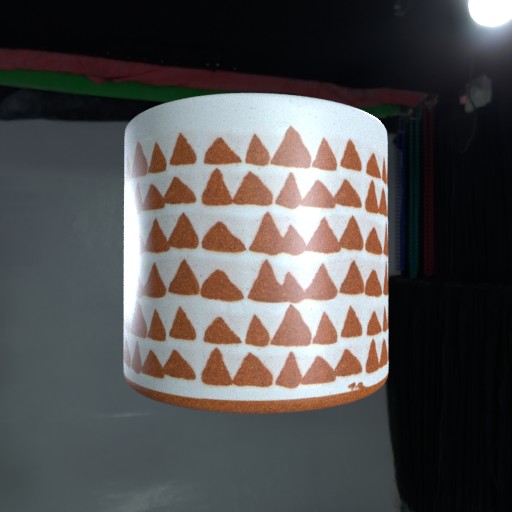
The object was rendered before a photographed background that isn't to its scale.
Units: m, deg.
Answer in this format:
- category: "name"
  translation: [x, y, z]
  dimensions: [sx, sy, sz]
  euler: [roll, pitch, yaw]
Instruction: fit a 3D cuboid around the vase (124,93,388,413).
- category: "vase"
  translation: [0.000, 0.000, 0.240]
  dimensions: [0.137, 0.127, 0.137]
  euler: [0, -1, 0]
